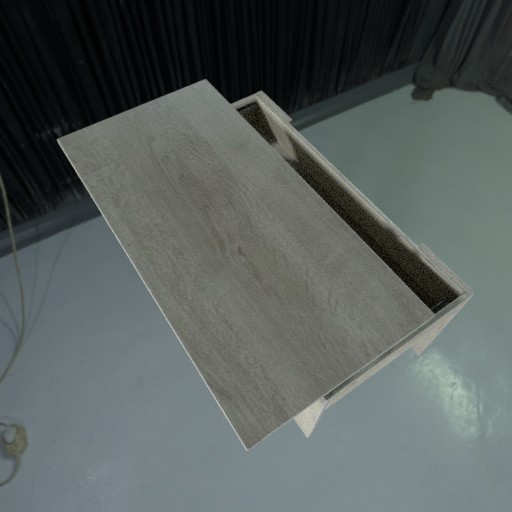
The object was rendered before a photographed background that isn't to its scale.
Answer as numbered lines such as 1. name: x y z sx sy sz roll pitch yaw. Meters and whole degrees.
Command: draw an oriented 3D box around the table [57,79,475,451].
1. table: 0.000 0.000 1.398 0.711 0.570 1.000 -29 62 -17
